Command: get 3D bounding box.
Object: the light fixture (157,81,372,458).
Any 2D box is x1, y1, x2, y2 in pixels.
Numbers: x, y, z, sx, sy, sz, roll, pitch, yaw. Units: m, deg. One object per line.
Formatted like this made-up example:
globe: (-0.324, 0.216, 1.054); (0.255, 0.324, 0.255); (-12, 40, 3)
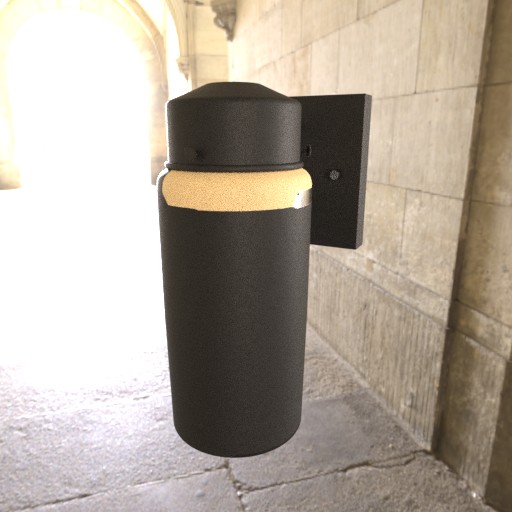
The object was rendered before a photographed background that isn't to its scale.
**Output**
light fixture: (0.000, 0.000, 0.363); (0.130, 0.257, 0.176); (8, 17, 27)
